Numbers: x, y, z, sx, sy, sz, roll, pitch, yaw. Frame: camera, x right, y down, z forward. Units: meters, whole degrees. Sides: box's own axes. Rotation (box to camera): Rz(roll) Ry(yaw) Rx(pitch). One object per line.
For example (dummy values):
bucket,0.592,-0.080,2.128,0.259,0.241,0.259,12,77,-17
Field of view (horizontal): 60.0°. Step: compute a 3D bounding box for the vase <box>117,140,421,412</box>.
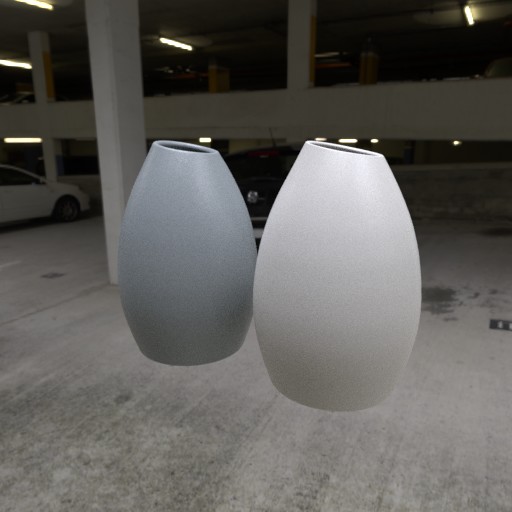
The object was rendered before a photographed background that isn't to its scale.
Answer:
vase,0.000,0.000,0.261,0.187,0.131,0.089,8,17,27
